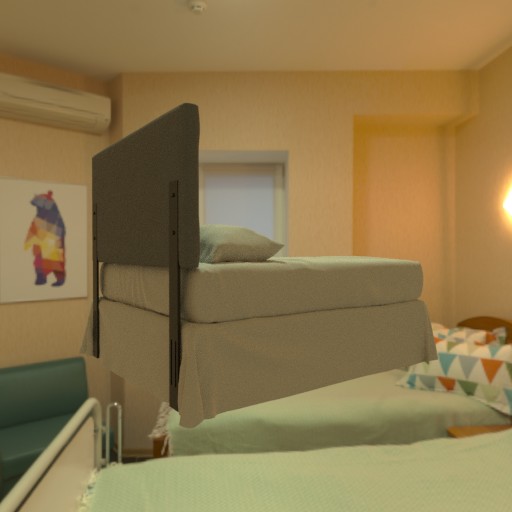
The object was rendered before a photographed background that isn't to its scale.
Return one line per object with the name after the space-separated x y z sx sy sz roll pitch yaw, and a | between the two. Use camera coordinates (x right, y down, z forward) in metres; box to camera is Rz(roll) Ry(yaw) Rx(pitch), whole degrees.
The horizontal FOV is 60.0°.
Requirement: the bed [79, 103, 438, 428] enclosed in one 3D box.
0.000 0.000 3.463 2.222 1.577 1.936 -1 1 -36 | bed
